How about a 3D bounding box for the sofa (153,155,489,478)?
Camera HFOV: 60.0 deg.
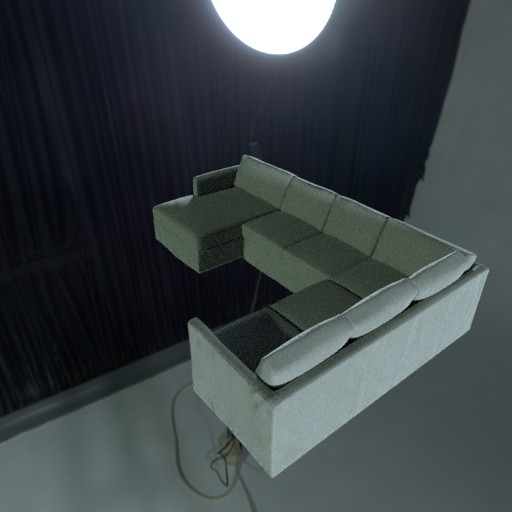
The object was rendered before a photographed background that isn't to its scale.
[{"bbox_3d":[0.000,0.000,4.443,2.440,0.869,3.434,-22,37,-32],"label":"sofa"}]
